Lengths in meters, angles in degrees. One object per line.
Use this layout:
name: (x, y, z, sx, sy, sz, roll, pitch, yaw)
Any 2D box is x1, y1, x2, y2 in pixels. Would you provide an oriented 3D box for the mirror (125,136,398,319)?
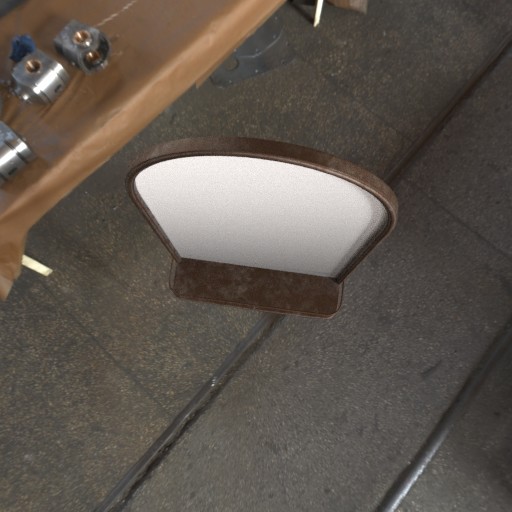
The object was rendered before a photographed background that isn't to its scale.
mirror: (0.000, 0.000, 0.971, 0.510, 0.770, 0.137, 8, 75, 2)
